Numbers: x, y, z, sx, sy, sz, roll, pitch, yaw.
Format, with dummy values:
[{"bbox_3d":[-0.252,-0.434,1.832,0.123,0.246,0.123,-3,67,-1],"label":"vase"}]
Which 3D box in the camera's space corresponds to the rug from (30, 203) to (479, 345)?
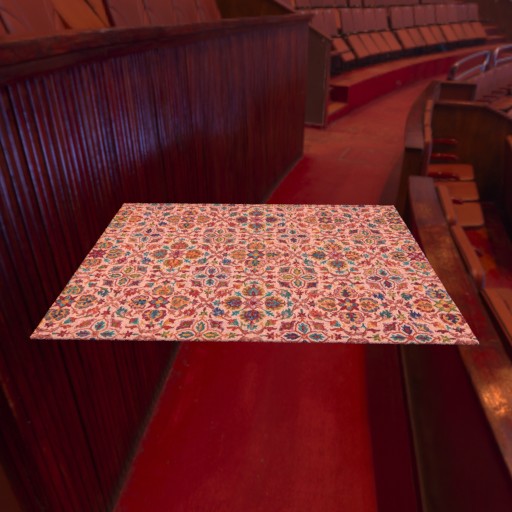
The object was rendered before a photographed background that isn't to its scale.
[{"bbox_3d":[0.000,0.000,4.221,3.215,0.020,2.446,1,30,1],"label":"rug"}]
